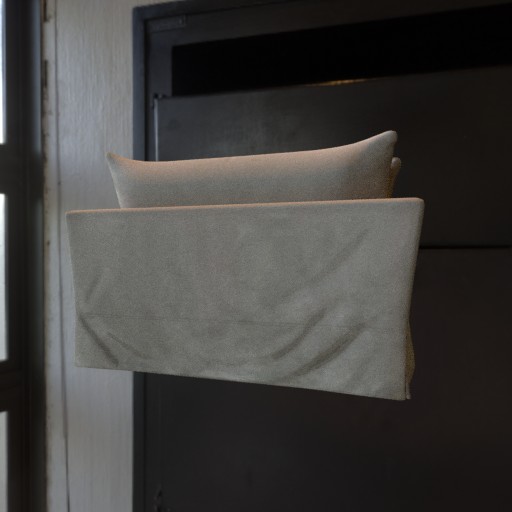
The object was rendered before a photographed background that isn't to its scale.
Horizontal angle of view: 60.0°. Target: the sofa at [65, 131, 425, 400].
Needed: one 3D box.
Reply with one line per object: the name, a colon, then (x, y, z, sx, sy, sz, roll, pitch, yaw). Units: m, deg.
sofa: (0.000, 0.000, 2.305, 1.608, 1.040, 1.035, 0, 0, 19)
